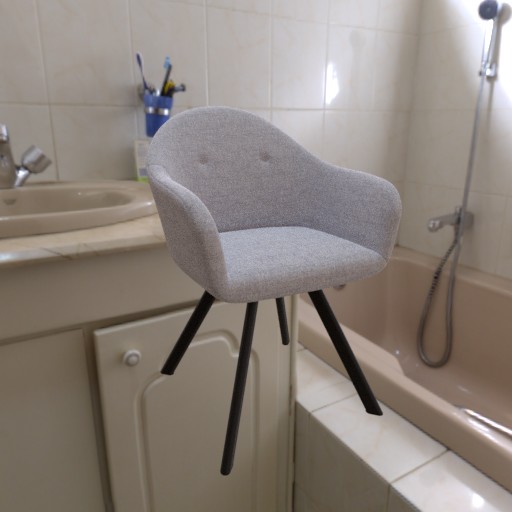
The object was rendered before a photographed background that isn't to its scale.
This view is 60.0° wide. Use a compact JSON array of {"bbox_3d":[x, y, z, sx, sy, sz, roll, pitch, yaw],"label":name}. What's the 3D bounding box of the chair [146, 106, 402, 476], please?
[{"bbox_3d":[0.000,0.000,1.189,0.540,0.780,0.570,-8,18,-27],"label":"chair"}]
